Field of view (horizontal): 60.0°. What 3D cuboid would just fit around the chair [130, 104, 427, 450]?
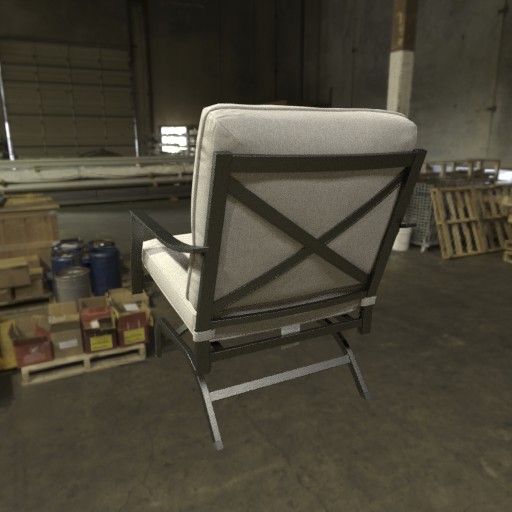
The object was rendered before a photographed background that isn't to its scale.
[{"bbox_3d":[0.000,0.000,1.401,0.650,0.860,0.787,-7,16,-27],"label":"chair"}]
